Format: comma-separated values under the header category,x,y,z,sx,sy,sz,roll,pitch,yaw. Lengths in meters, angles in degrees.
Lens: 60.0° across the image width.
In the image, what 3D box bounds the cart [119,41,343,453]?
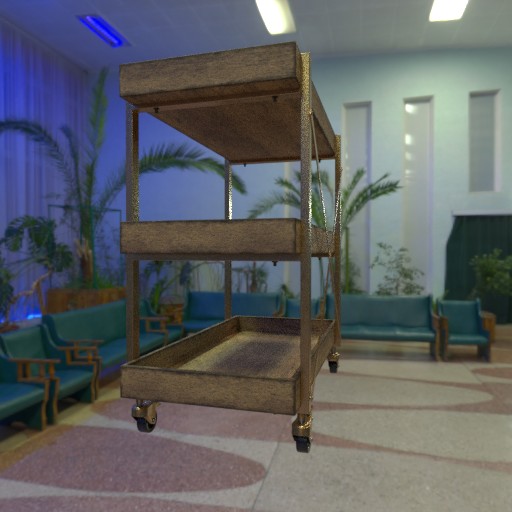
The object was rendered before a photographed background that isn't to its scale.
category,x,y,z,sx,sy,sz,roll,pitch,yaw
cart,0.000,0.000,1.228,0.416,0.799,0.750,0,1,16
